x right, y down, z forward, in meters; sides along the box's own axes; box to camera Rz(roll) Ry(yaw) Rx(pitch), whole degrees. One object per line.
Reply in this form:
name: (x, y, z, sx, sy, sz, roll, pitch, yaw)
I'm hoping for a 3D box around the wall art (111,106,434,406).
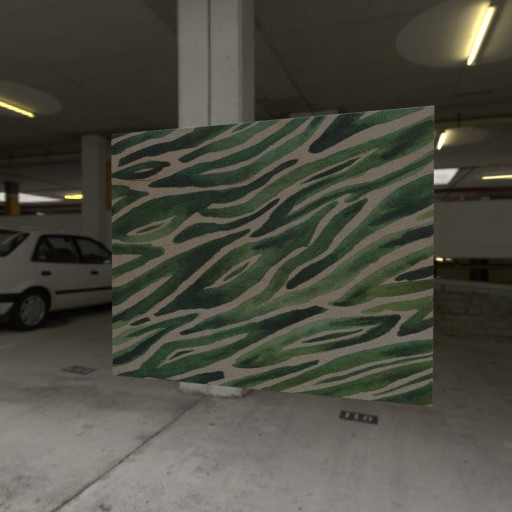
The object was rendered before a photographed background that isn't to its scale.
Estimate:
wall art: (0.000, 0.000, 0.682, 0.508, 0.408, 0.012, 0, 1, 17)
